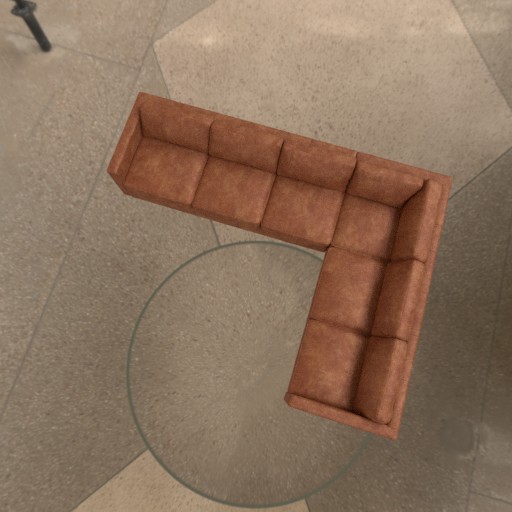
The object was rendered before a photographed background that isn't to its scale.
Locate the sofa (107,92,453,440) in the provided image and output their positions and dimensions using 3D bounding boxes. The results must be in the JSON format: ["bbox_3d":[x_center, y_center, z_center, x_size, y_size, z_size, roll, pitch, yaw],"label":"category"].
[{"bbox_3d":[0.000,0.000,4.260,3.167,0.838,2.438,17,77,4],"label":"sofa"}]
